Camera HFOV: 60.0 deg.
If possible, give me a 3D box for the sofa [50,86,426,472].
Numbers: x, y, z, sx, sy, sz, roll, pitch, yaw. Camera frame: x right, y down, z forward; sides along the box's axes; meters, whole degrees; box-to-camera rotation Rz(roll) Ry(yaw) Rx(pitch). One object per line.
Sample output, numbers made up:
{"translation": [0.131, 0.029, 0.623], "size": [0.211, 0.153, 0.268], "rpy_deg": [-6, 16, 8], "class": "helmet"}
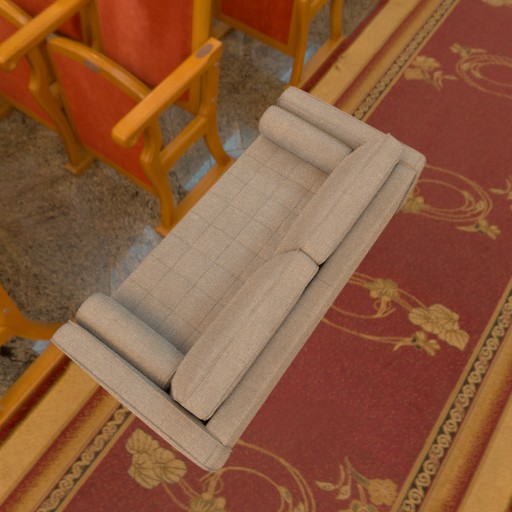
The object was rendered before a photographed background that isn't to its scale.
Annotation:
{"translation": [0.000, 0.000, 2.294], "size": [0.914, 0.762, 1.879], "rpy_deg": [33, 69, 15], "class": "sofa"}
